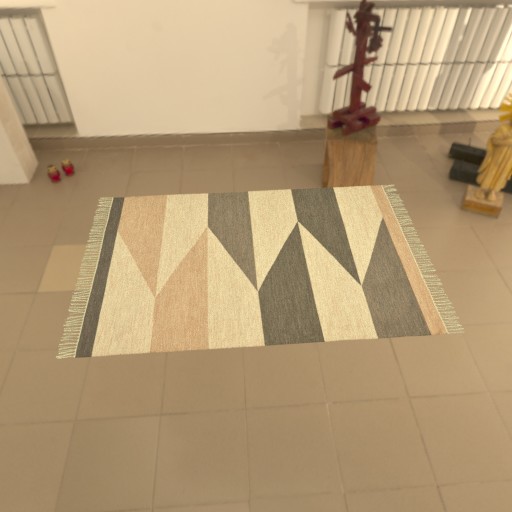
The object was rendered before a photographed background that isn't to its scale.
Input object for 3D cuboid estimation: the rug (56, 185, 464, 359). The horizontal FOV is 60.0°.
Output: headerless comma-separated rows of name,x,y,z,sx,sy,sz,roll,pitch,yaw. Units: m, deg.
rug,0.000,0.000,2.583,2.021,0.027,1.224,-3,46,-3
